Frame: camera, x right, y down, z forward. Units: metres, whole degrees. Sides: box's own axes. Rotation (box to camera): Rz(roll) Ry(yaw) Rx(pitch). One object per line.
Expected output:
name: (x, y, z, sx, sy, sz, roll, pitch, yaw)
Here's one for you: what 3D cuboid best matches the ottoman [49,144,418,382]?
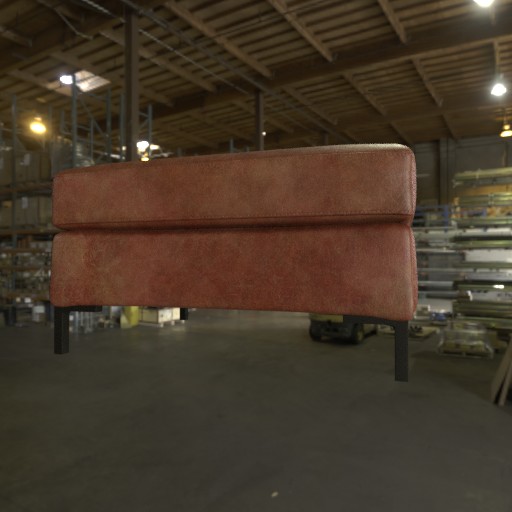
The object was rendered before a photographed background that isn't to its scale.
ottoman: (0.000, 0.000, 1.770, 1.186, 0.667, 0.965, 0, -1, 18)
